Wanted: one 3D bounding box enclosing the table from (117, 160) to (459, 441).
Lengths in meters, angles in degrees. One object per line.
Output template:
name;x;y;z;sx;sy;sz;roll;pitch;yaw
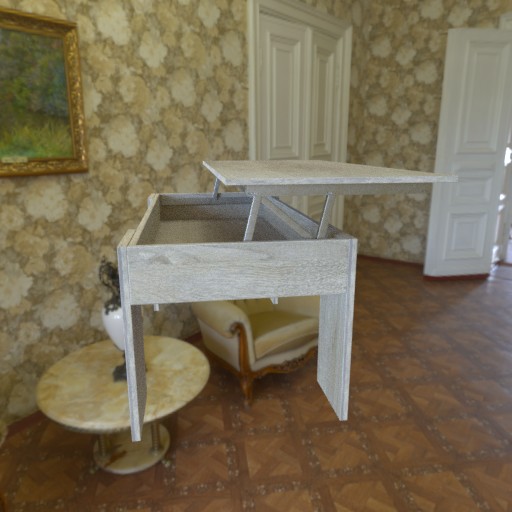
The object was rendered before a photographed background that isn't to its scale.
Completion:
table;0.000;0.000;1.433;0.711;0.570;1.000;-2;14;-9
